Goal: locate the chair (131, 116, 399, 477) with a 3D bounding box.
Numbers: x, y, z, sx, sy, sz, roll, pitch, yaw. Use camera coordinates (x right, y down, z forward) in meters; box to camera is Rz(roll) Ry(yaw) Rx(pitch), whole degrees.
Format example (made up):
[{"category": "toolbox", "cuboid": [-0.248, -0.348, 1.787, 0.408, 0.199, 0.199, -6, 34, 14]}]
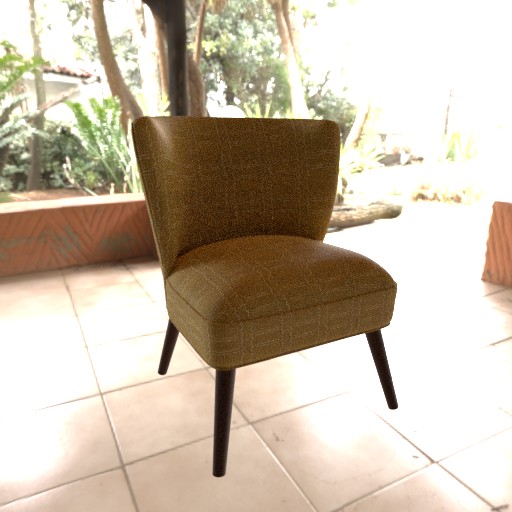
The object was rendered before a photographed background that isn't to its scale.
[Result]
[{"category": "chair", "cuboid": [0.000, 0.000, 1.417, 0.706, 0.866, 0.758, -8, 18, -27]}]
